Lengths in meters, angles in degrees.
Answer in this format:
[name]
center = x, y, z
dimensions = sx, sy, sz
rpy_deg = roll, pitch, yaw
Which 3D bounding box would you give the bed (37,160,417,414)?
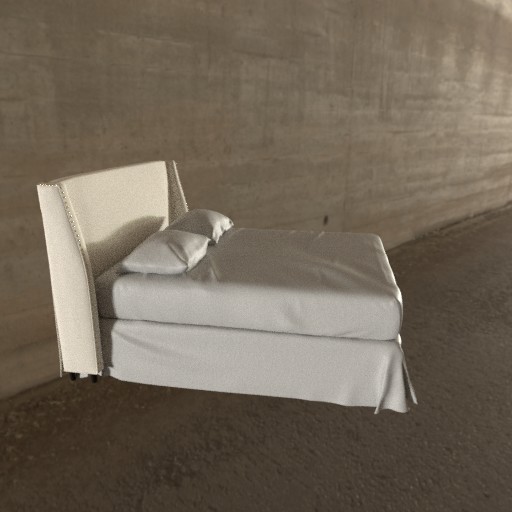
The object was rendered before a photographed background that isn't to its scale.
[bed]
center = 0.000, 0.000, 3.448
dimensions = 2.276, 1.332, 1.925
rpy_deg = 3, 17, 10
